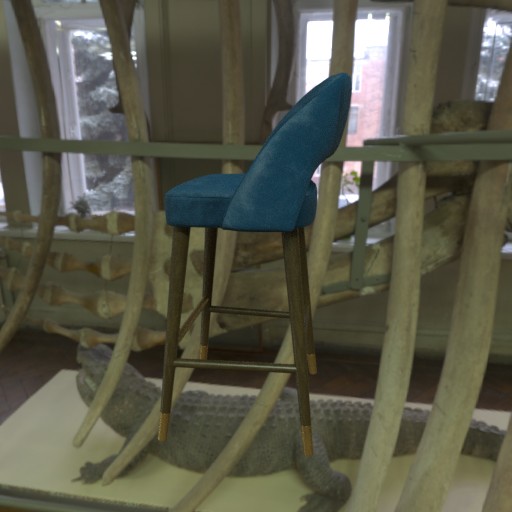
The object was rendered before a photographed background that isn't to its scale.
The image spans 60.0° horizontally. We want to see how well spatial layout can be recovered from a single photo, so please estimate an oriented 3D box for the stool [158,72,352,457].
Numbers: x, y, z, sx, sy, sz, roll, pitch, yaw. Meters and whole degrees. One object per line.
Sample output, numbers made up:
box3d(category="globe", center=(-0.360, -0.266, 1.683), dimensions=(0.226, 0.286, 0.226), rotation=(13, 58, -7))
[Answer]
box3d(category="stool", center=(0.000, 0.000, 1.342), dimensions=(0.515, 1.016, 0.514), rotation=(2, 16, 8))
